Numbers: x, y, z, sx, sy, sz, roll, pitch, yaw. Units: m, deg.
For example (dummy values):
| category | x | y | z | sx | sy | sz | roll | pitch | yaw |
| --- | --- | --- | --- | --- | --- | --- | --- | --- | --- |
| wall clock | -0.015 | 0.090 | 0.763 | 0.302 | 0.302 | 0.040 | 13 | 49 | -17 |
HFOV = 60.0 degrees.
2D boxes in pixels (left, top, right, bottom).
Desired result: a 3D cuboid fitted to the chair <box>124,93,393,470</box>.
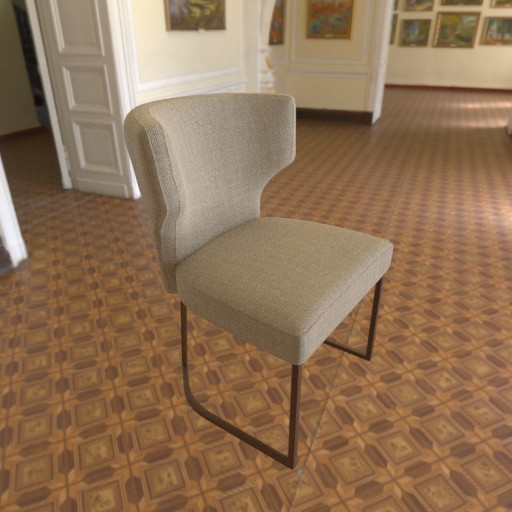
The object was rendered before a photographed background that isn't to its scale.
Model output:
| category | x | y | z | sx | sy | sz | roll | pitch | yaw |
| --- | --- | --- | --- | --- | --- | --- | --- | --- | --- |
| chair | 0.000 | 0.000 | 1.262 | 0.617 | 0.824 | 0.611 | 18 | 32 | 31 |
